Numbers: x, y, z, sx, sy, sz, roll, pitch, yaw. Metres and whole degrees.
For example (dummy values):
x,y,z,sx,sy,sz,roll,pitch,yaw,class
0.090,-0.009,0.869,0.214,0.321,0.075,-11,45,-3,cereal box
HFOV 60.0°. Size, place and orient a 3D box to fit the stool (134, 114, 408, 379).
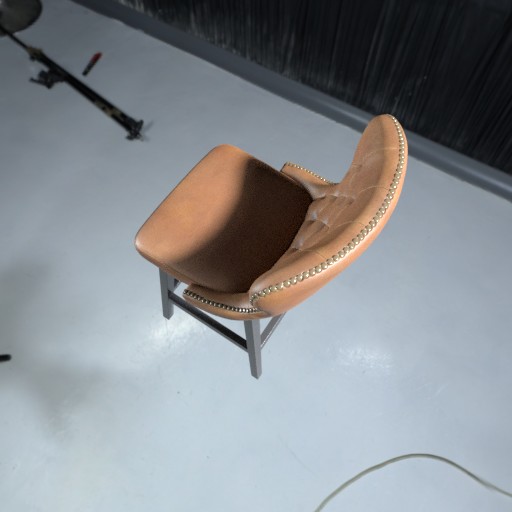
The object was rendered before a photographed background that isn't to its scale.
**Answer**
x,y,z,sx,sy,sz,roll,pitch,yaw,class
0.000,0.000,1.316,0.593,0.971,0.528,30,67,15,stool
